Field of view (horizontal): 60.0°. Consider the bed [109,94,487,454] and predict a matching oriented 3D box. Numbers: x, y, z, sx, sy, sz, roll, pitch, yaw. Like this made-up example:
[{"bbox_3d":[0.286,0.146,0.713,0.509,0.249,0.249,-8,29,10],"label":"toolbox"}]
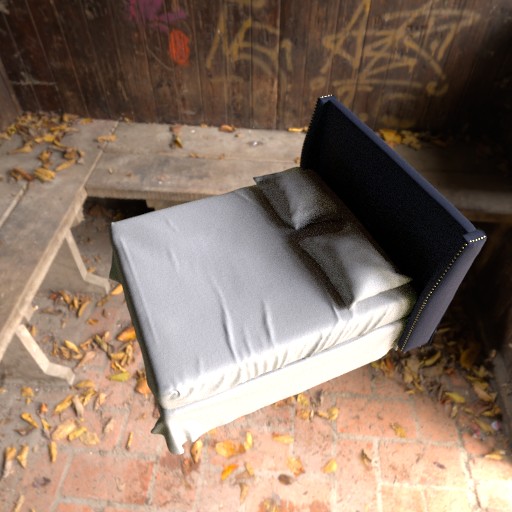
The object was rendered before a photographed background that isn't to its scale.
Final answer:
[{"bbox_3d":[0.000,0.000,3.448,2.276,1.332,1.925,-18,51,-15],"label":"bed"}]
